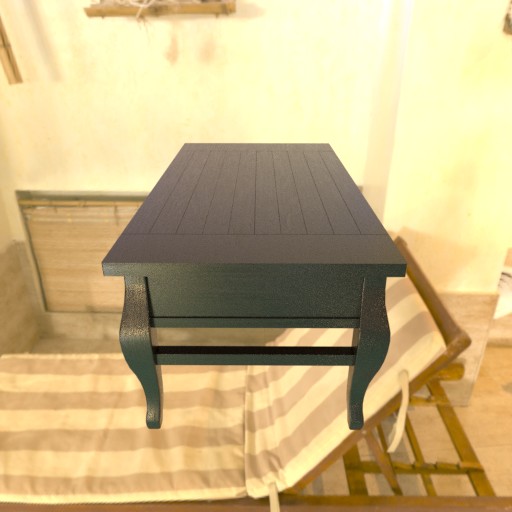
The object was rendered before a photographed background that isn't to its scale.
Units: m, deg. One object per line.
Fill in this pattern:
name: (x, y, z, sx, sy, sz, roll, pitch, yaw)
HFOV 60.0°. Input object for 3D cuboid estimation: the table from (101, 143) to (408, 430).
table: (0.000, 0.000, 1.427, 0.600, 0.494, 1.062, 0, 26, 0)
